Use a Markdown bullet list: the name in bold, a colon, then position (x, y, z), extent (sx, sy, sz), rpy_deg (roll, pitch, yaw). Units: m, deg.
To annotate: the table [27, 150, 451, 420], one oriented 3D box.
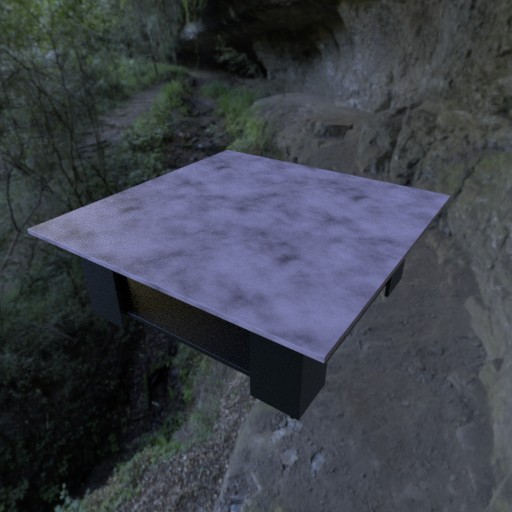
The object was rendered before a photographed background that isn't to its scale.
- **table**: position (0.000, 0.000, 1.376), extent (0.890, 0.305, 0.890), rpy_deg (19, 35, 29)
